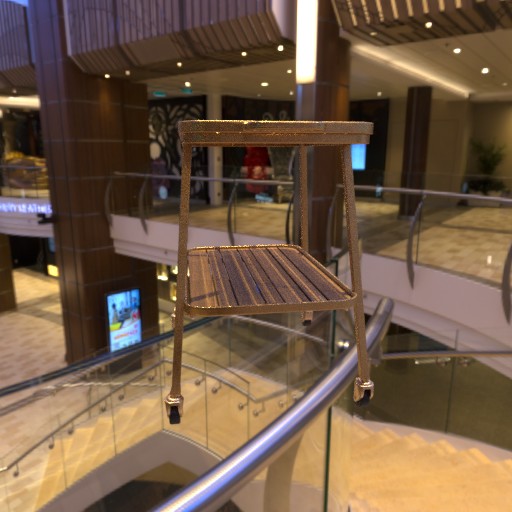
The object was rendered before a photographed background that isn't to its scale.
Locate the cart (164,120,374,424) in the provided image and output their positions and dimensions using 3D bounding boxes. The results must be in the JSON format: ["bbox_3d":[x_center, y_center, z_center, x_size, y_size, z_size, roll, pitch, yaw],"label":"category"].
[{"bbox_3d":[0.000,0.000,1.274,0.524,0.700,0.806,-2,13,-9],"label":"cart"}]
